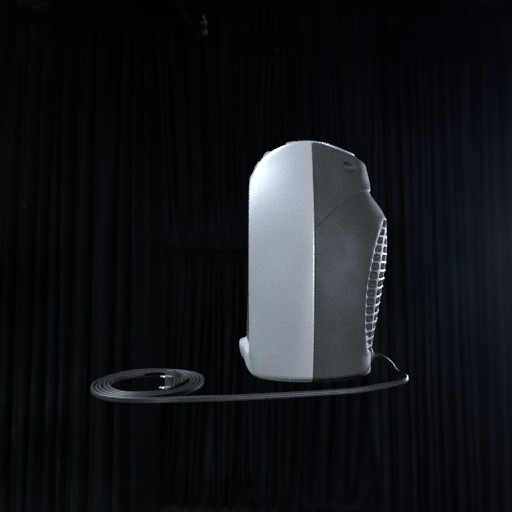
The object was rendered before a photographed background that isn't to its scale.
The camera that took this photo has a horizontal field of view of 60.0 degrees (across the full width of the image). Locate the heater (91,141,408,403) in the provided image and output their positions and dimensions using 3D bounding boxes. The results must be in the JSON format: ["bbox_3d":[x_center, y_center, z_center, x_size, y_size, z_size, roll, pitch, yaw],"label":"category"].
[{"bbox_3d":[0.000,0.000,0.470,0.291,0.240,0.239,0,-1,0],"label":"heater"}]
